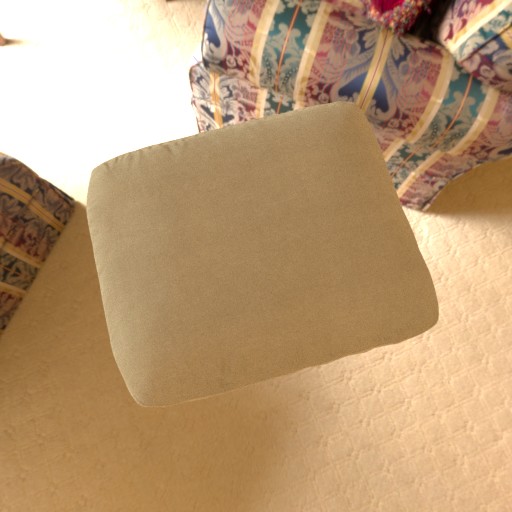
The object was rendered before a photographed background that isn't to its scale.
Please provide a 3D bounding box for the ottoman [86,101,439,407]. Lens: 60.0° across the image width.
[{"bbox_3d":[0.000,0.000,1.096,0.712,0.480,0.584,-15,76,-4],"label":"ottoman"}]
